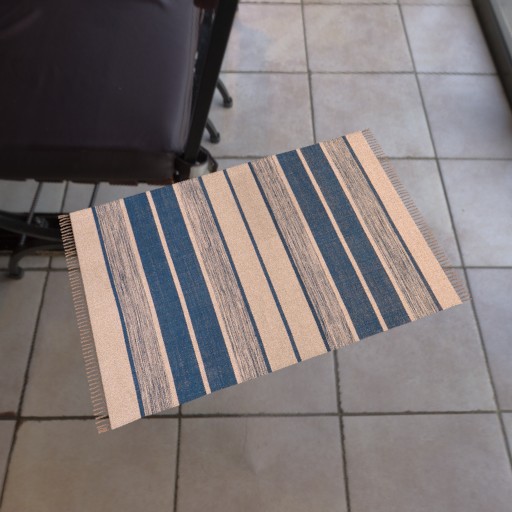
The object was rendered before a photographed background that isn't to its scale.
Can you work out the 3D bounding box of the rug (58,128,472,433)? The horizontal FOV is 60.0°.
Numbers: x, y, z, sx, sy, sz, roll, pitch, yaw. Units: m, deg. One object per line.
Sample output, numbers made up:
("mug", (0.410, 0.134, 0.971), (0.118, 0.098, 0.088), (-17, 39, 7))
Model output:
("rug", (0.000, 0.000, 3.009), (2.441, 0.010, 1.532), (-18, 65, -8))
